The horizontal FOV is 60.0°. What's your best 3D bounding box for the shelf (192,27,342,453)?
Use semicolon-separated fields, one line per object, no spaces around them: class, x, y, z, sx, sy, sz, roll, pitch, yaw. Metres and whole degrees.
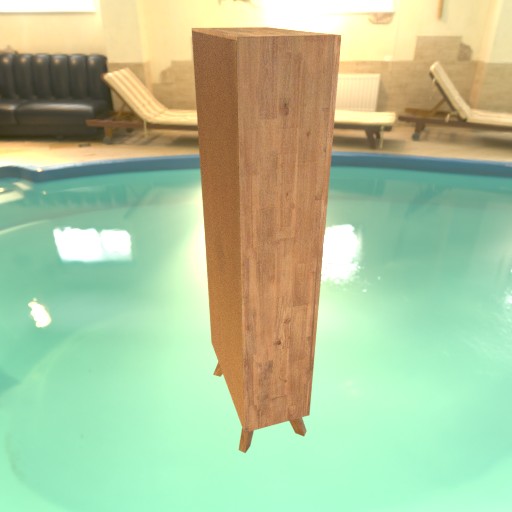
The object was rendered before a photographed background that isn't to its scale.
shelf;0.000;0.000;1.480;0.267;1.342;0.491;-9;30;-16
